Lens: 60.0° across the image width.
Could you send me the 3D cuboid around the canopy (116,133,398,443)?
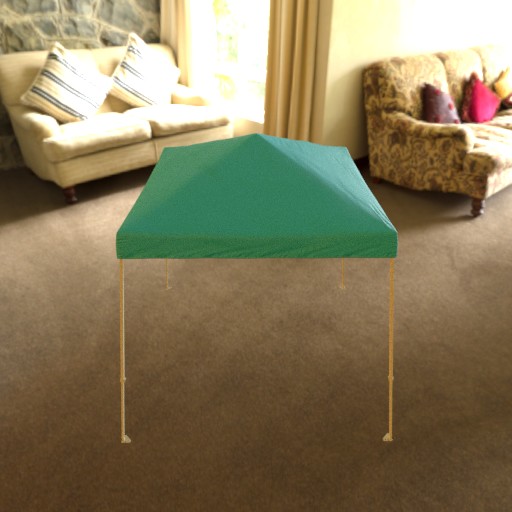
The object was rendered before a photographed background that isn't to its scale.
[{"bbox_3d":[0.000,0.000,5.150,2.849,2.850,2.850,0,31,0],"label":"canopy"}]
